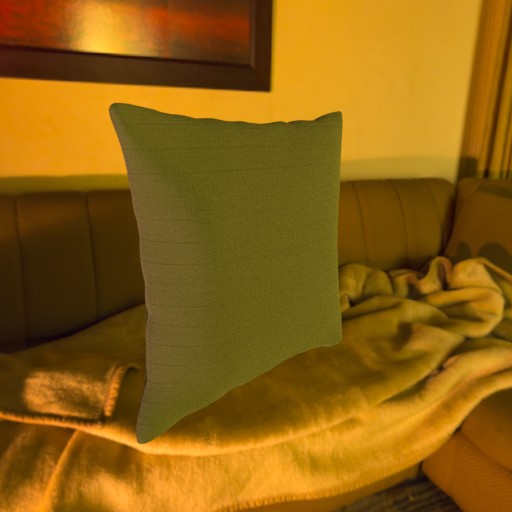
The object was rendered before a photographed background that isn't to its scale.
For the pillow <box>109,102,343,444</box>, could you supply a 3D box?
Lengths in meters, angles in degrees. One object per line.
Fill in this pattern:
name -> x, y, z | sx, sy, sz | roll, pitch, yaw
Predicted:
pillow -> 0.000, 0.000, 0.724 | 0.470, 0.464, 0.175 | -15, 21, -43
